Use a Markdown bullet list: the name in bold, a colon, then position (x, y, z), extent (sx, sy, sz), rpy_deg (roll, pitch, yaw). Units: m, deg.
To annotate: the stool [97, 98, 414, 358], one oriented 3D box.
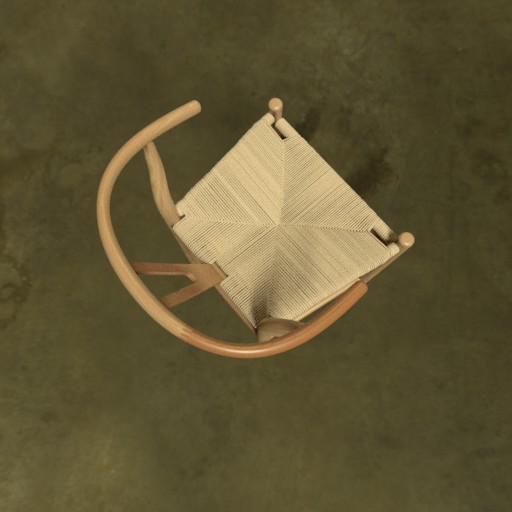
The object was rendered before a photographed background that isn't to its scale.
- **stool**: position (0.000, 0.000, 1.253), extent (0.575, 0.923, 0.536), rpy_deg (-39, 79, -9)
